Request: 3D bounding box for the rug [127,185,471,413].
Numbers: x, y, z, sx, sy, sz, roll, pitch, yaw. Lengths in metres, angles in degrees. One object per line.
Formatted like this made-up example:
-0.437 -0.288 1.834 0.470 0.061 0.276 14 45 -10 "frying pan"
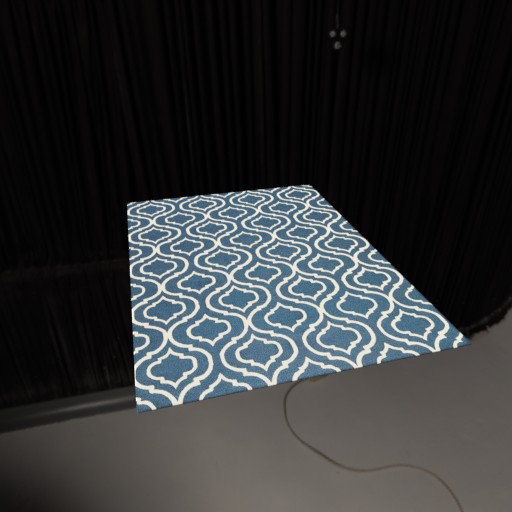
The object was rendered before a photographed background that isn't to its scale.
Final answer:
0.000 0.000 4.429 2.438 0.010 3.353 -8 31 -13 "rug"
